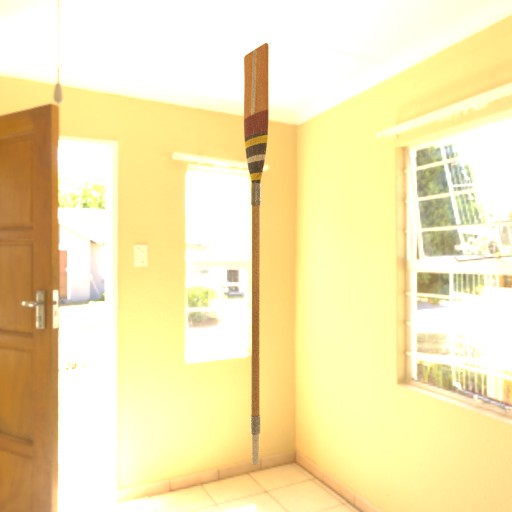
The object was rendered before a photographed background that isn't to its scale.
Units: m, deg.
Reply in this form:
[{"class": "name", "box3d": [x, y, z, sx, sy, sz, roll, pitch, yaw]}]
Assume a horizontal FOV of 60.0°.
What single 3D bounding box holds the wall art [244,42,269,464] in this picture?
[{"class": "wall art", "box3d": [0.000, 0.000, 1.661, 0.038, 1.556, 0.146, 0, -1, -37]}]
